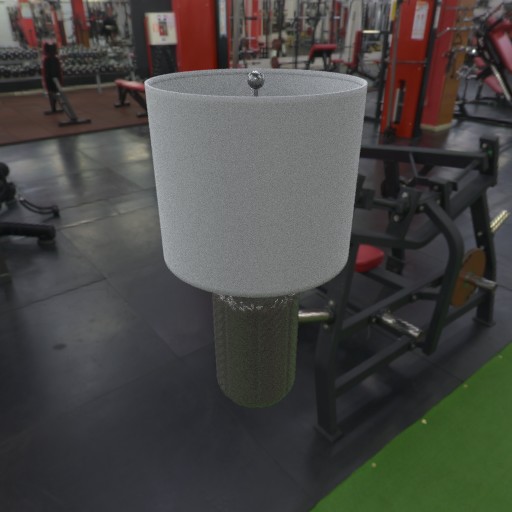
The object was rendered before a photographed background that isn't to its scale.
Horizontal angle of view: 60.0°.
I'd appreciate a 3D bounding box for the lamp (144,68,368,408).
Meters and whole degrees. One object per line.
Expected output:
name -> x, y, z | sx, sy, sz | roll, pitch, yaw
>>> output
lamp -> 0.000, 0.000, 0.502 | 0.203, 0.389, 0.203 | -19, 34, -31
